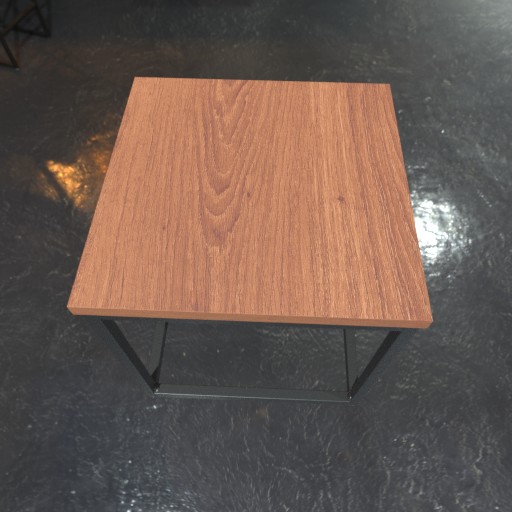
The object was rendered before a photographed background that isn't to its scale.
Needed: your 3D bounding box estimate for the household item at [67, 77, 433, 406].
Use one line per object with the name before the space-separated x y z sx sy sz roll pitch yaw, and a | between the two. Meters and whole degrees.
household item | 0.000 0.000 0.759 0.400 0.400 0.400 2 58 1
